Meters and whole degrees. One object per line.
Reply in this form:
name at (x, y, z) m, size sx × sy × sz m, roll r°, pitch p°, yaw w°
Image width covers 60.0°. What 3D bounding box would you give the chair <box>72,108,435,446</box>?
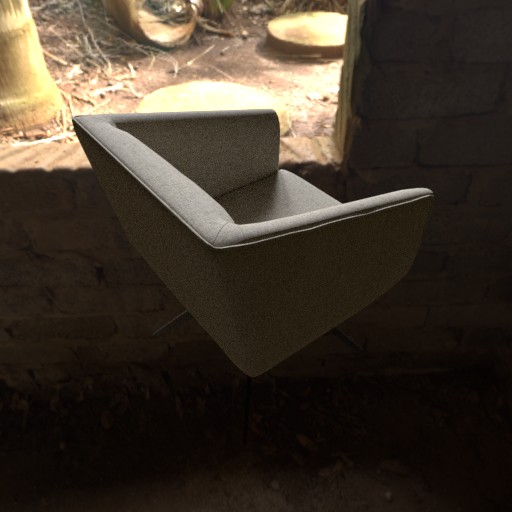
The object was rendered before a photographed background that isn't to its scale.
chair at (0.000, 0.000, 1.223) m, size 0.623 × 0.760 × 0.628 m, roll -26°, pitch 47°, yaw -27°
